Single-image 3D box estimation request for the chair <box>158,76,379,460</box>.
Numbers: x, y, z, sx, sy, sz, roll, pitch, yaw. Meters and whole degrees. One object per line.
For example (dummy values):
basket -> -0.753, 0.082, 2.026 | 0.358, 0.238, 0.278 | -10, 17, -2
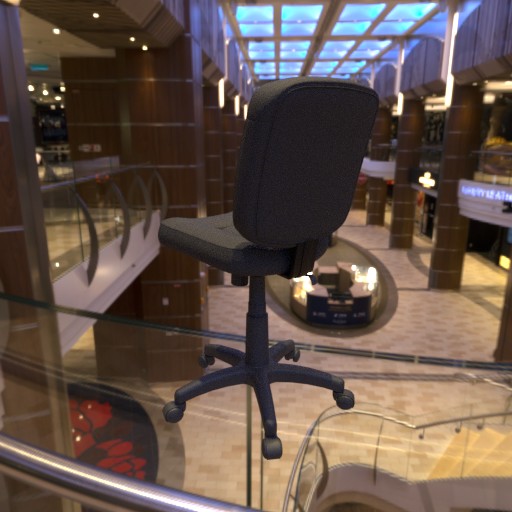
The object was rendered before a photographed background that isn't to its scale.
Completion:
chair -> 0.000, 0.000, 1.358 | 0.610, 0.972, 0.610 | -14, 20, -42
